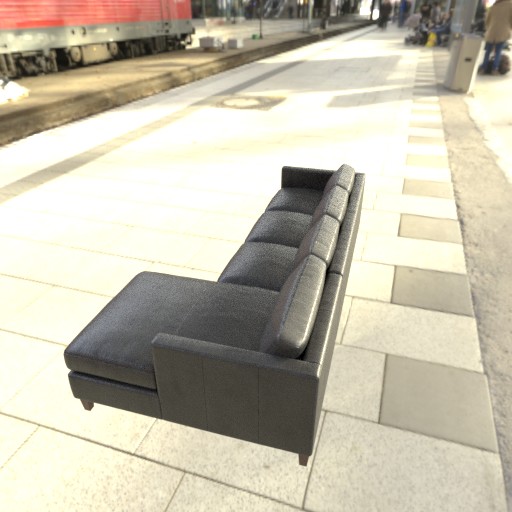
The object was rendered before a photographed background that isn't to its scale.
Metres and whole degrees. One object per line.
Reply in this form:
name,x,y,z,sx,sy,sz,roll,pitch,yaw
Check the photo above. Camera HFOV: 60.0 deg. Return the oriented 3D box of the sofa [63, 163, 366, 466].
sofa,0.000,0.000,3.854,1.581,0.883,3.203,8,31,14
